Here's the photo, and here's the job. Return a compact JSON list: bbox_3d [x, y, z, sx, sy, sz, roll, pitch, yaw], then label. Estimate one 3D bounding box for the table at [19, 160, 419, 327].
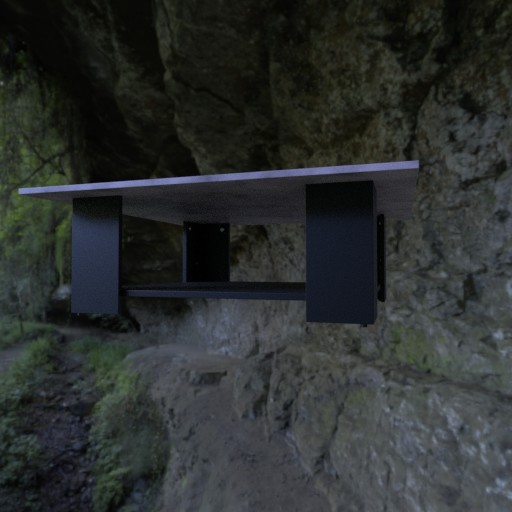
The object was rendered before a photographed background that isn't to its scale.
[{"bbox_3d":[0.000,0.000,1.329,0.890,0.305,0.890,0,-2,18],"label":"table"}]
